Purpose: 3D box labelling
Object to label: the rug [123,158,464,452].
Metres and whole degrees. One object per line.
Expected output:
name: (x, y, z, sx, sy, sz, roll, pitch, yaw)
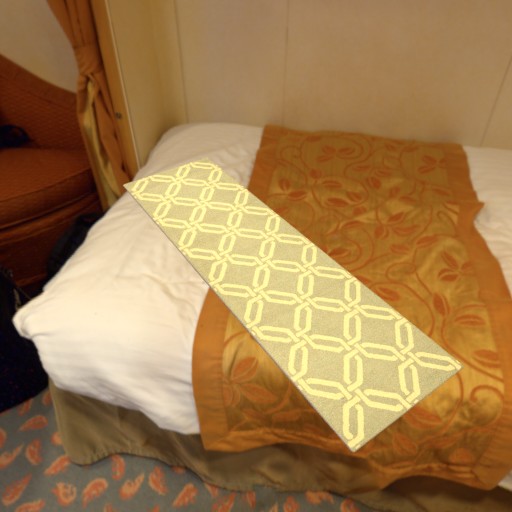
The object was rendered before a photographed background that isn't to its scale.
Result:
rug: (0.000, 0.000, 2.525, 0.678, 0.014, 2.276, -25, 47, -25)
